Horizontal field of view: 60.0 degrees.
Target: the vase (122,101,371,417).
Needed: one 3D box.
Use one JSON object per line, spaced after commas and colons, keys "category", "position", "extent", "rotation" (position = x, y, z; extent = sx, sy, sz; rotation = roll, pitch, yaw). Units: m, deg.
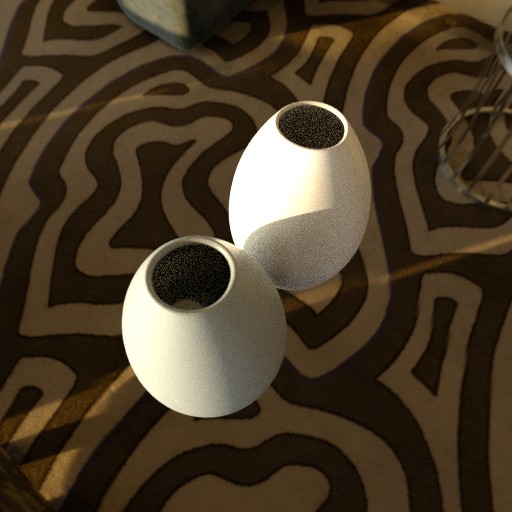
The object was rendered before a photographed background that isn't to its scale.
{"category": "vase", "position": [0.000, 0.000, 0.256], "extent": [0.089, 0.131, 0.187], "rotation": [31, 67, 15]}
